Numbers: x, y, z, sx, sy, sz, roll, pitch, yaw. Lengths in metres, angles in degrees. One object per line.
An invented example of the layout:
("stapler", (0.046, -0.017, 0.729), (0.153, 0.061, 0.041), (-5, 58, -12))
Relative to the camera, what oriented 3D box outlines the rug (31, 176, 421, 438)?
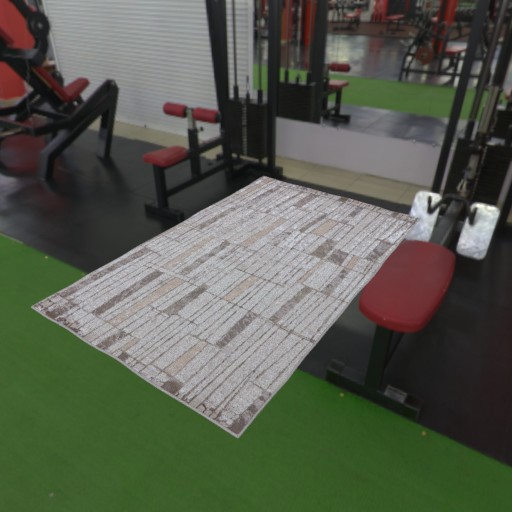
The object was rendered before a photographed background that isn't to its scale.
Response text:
("rug", (0.000, 0.000, 3.078), (1.531, 0.023, 2.444), (21, 38, 29))
